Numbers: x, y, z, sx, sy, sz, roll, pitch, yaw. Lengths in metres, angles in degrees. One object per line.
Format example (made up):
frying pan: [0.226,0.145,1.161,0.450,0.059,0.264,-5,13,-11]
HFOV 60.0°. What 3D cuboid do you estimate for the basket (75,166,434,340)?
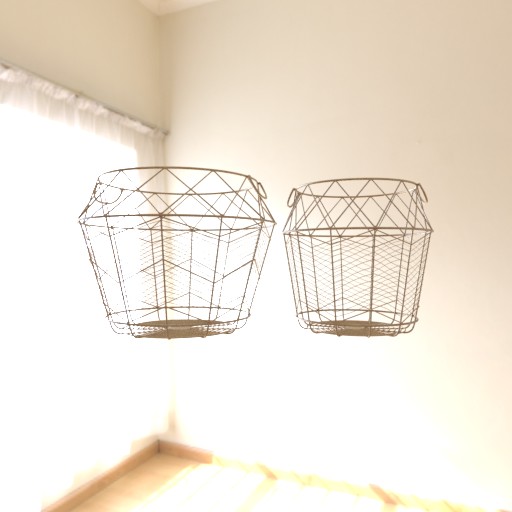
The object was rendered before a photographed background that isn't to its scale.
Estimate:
basket: [0.000,0.000,1.033,0.805,0.343,0.451,0,0,-1]
